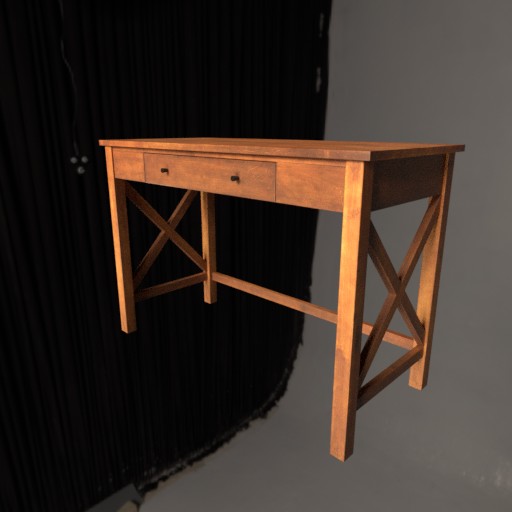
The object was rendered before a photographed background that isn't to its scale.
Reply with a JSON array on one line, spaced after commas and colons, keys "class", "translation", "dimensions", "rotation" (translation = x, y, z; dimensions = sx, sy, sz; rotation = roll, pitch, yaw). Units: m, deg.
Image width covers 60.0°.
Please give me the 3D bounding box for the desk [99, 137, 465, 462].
[{"class": "desk", "translation": [0.000, 0.000, 1.527], "dimensions": [1.117, 0.762, 0.508], "rotation": [15, 22, 42]}]
